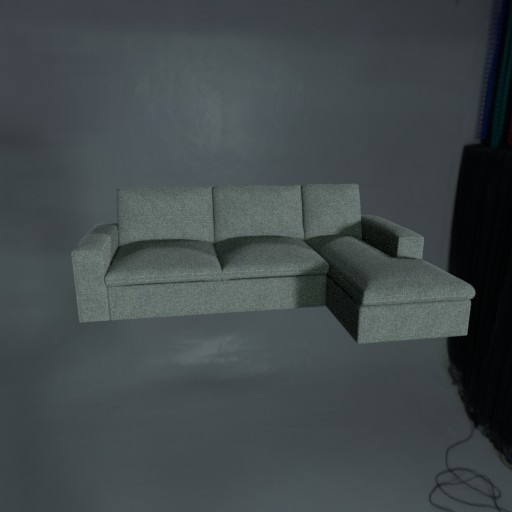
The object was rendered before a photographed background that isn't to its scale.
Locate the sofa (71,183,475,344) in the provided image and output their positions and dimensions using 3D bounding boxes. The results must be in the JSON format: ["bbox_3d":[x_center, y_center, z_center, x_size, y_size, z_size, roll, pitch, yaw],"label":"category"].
[{"bbox_3d":[0.000,0.000,3.521,2.718,0.940,1.689,-3,16,-9],"label":"sofa"}]
